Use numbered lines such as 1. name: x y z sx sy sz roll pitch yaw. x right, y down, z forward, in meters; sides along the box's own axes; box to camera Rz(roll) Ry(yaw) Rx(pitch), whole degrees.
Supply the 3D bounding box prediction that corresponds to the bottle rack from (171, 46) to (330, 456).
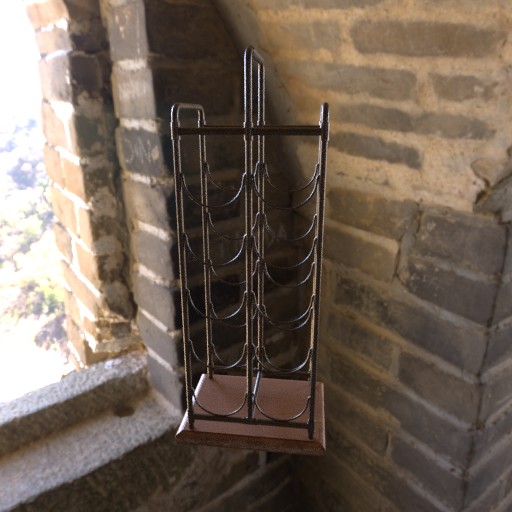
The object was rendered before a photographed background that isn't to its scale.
1. bottle rack: 0.000 0.000 0.806 0.276 0.680 0.208 2 18 7
